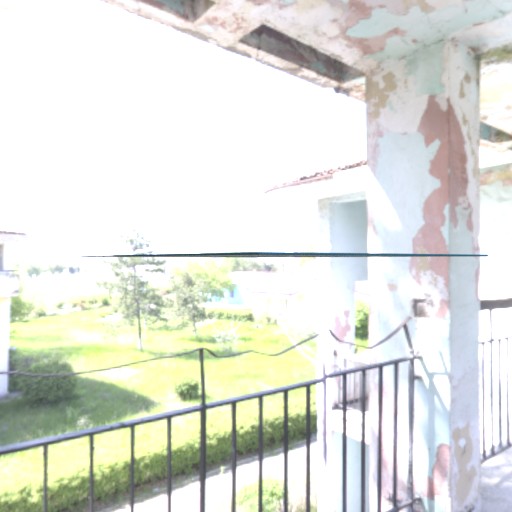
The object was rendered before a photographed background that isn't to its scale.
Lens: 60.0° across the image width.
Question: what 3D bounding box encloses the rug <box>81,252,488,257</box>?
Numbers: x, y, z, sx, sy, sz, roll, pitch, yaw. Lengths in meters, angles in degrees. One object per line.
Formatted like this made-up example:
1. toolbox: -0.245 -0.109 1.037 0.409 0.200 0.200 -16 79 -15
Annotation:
1. rug: 0.000 0.000 3.989 2.226 0.015 3.044 0 -1 -37
